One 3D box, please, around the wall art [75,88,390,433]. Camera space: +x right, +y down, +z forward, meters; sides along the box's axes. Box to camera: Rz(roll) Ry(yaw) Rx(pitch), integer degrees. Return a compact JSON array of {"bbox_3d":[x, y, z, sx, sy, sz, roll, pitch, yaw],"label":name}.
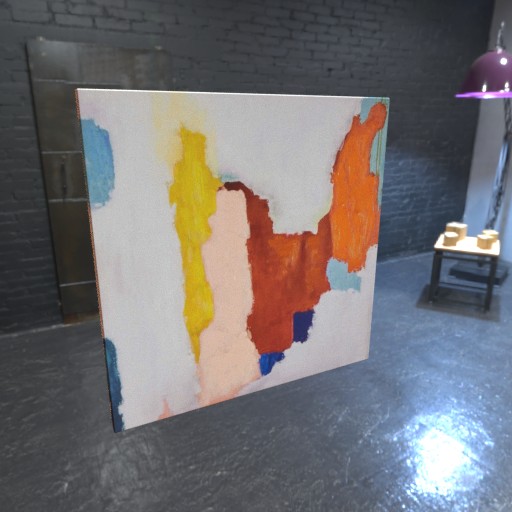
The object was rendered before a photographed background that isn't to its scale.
[{"bbox_3d":[0.000,0.000,1.482,1.017,1.017,0.044,-8,19,-25],"label":"wall art"}]
